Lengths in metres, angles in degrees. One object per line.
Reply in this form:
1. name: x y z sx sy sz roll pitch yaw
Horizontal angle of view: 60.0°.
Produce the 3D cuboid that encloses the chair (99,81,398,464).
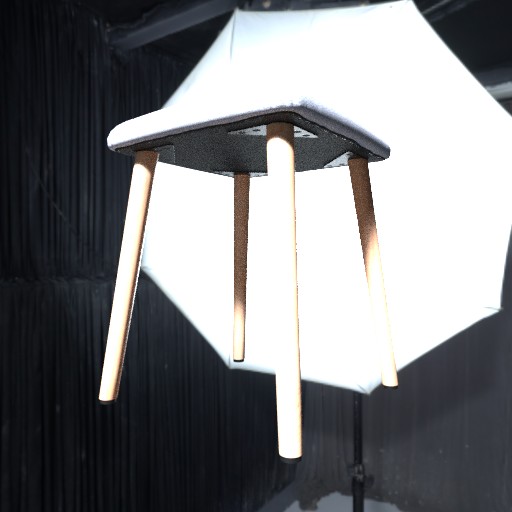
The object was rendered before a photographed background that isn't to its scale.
1. chair: 0.000 0.000 0.705 0.350 0.440 0.350 0 0 36
